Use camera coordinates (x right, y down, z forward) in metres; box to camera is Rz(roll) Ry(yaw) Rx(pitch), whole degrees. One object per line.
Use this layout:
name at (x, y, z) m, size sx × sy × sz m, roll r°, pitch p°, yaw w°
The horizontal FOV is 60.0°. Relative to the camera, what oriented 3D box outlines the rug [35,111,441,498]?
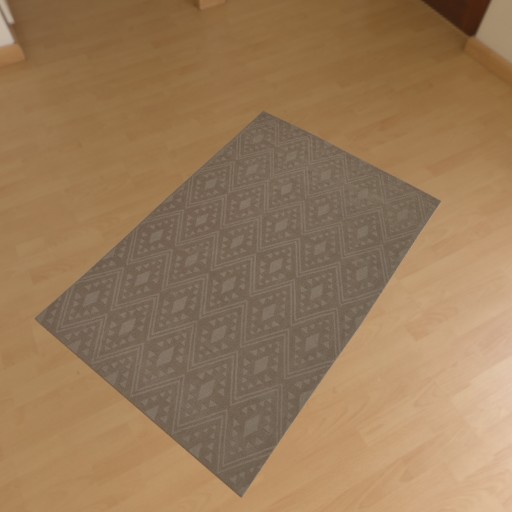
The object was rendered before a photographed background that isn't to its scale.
rug at (0.000, 0.000, 2.291) m, size 1.252 × 0.034 × 1.829 m, roll 33°, pitch 64°, yaw 18°
